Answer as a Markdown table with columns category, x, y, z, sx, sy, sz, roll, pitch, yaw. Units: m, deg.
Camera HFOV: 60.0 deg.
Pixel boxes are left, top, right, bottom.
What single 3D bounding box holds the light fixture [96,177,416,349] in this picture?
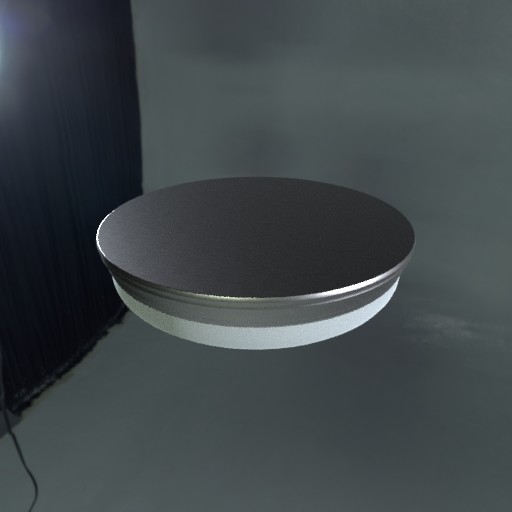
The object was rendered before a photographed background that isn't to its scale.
| category | x | y | z | sx | sy | sz | roll | pitch | yaw |
| --- | --- | --- | --- | --- | --- | --- | --- | --- | --- |
| light fixture | 0.000 | 0.000 | 0.557 | 0.368 | 0.100 | 0.368 | 0 | 26 | 0 |
